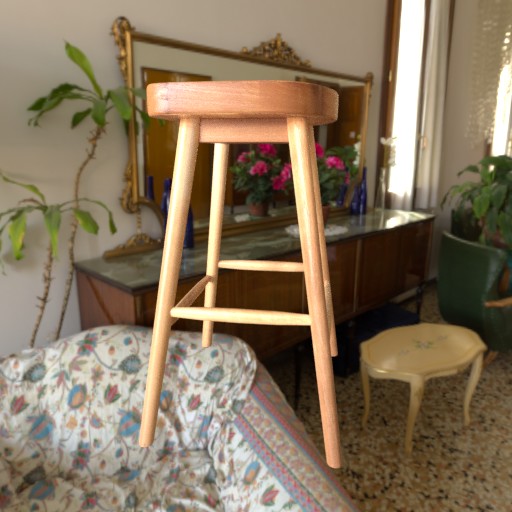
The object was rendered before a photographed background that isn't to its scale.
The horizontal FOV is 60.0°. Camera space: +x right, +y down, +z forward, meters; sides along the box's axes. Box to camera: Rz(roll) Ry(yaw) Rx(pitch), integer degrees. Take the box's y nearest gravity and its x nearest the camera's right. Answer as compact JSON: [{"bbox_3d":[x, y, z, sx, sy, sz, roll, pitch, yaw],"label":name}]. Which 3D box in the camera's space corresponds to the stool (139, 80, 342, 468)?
[{"bbox_3d":[0.000,0.000,0.900,0.361,0.615,0.440,2,14,9],"label":"stool"}]
